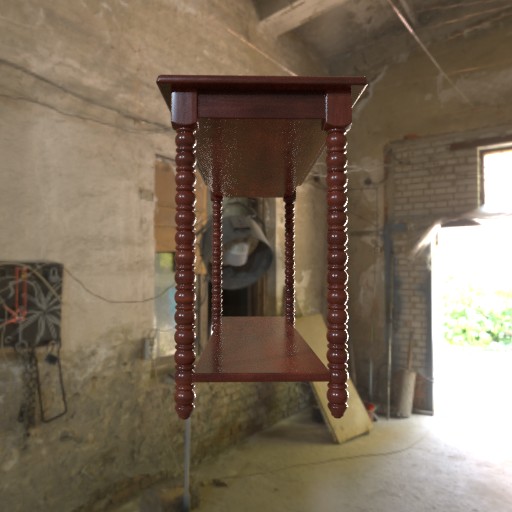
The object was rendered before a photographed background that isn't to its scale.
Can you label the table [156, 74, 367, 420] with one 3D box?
[{"bbox_3d":[0.000,0.000,1.521,0.459,0.740,1.184,0,-1,-1],"label":"table"}]
